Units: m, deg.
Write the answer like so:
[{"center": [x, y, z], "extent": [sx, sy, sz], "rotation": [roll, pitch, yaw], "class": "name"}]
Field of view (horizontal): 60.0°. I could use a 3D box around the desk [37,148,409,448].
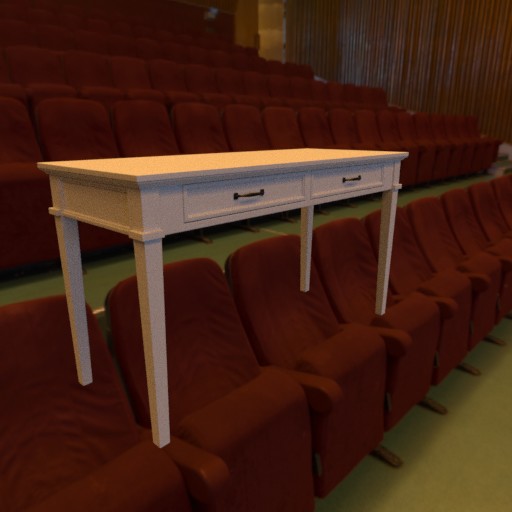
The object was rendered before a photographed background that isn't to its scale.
[{"center": [0.000, 0.000, 1.766], "extent": [0.559, 0.774, 1.372], "rotation": [15, 22, 41], "class": "desk"}]
